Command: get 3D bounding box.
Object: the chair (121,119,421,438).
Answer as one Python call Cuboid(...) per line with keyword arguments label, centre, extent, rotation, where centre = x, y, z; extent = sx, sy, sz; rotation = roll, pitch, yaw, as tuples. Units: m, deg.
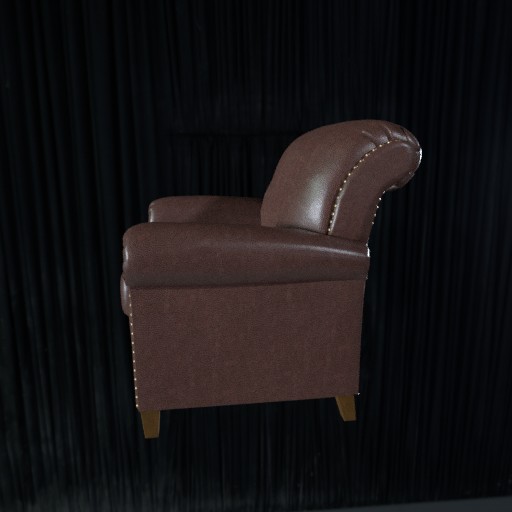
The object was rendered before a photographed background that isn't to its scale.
Cuboid(label="chair", centre=(0.000, 0.000, 1.599), extent=(0.890, 0.927, 0.854), rotation=(-2, 13, -7))
